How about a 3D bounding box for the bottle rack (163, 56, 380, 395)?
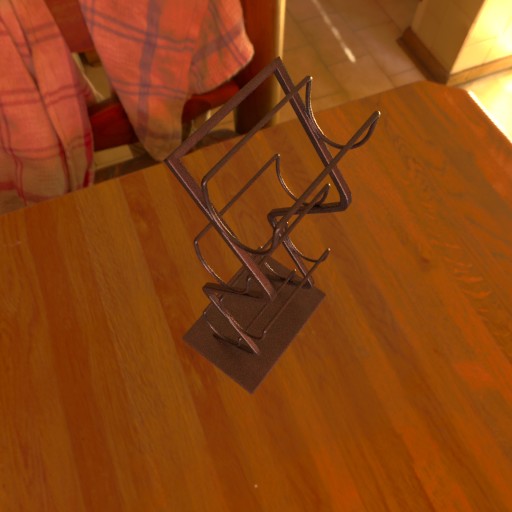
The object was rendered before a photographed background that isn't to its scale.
[{"bbox_3d":[0.000,0.000,0.668,0.178,0.559,0.254,34,68,16],"label":"bottle rack"}]
